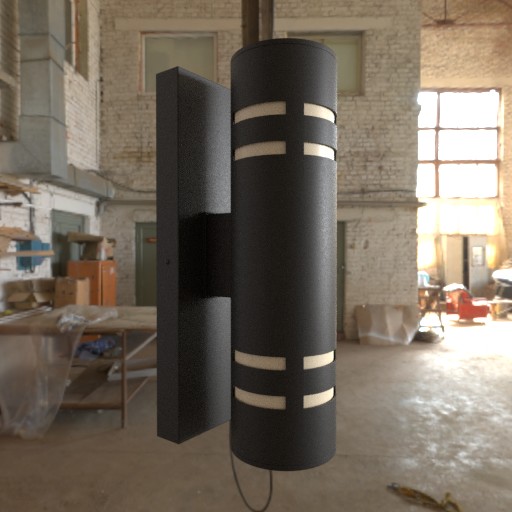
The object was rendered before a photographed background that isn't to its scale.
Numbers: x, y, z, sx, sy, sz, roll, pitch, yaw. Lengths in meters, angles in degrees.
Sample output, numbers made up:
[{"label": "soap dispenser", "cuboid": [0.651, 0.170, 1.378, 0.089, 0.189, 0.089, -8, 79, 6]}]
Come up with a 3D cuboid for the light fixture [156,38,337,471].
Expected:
[{"label": "light fixture", "cuboid": [0.000, 0.000, 0.399, 0.149, 0.330, 0.105, 1, 1, 37]}]
